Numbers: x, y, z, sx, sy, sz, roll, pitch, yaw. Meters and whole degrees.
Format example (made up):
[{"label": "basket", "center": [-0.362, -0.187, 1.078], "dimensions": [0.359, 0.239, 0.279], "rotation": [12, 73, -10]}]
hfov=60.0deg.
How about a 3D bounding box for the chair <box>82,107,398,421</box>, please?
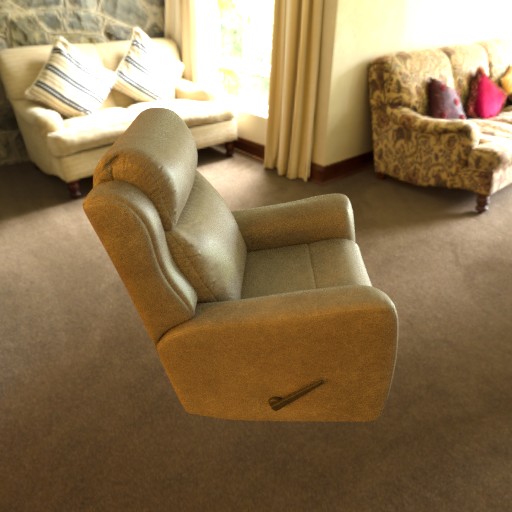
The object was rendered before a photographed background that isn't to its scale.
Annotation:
[{"label": "chair", "center": [0.000, 0.000, 1.904], "dimensions": [1.068, 1.116, 0.967], "rotation": [0, 32, 0]}]
